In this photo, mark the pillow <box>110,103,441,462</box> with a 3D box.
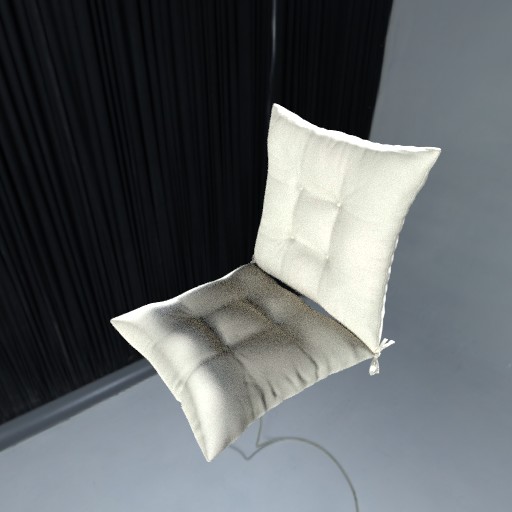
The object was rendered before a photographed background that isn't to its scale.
[{"bbox_3d":[0.000,0.000,1.018,0.585,0.536,0.541,-21,37,-30],"label":"pillow"}]
